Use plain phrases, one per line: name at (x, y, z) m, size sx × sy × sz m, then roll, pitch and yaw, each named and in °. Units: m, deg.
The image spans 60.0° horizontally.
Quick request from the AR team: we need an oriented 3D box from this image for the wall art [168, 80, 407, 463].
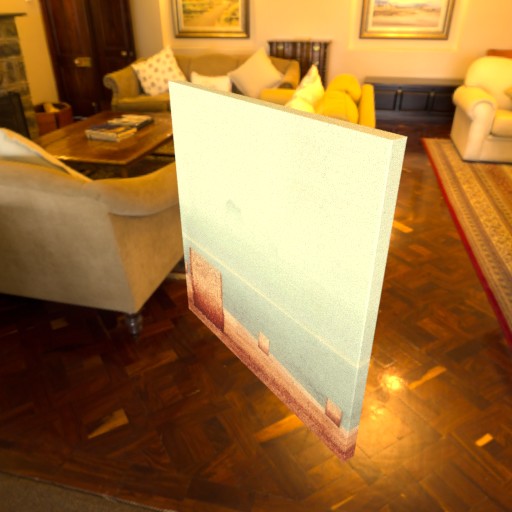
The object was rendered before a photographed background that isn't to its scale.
wall art at (0.000, 0.000, 0.902) m, size 0.034 × 0.605 × 0.605 m, roll -19°, pitch 35°, yaw -31°
